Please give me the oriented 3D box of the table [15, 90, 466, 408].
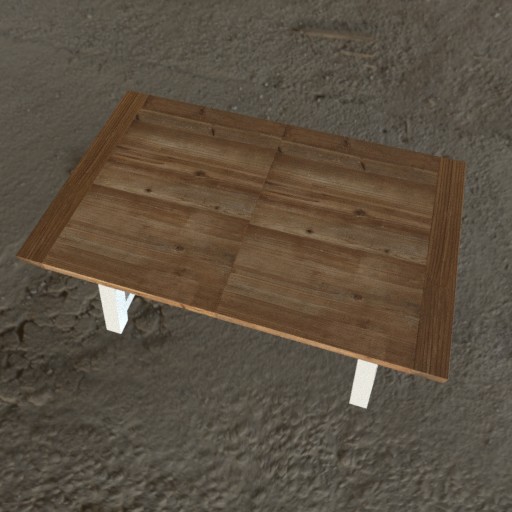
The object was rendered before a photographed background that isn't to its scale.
[{"bbox_3d":[0.000,0.000,2.004,1.503,0.743,0.922,15,60,9],"label":"table"}]
